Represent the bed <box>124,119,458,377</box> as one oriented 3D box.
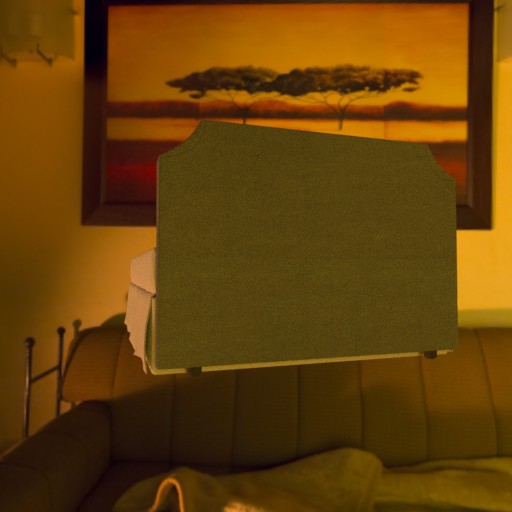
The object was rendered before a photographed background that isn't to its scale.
[{"bbox_3d":[0.000,0.000,3.612,1.977,1.306,2.464,1,-2,-18],"label":"bed"}]
